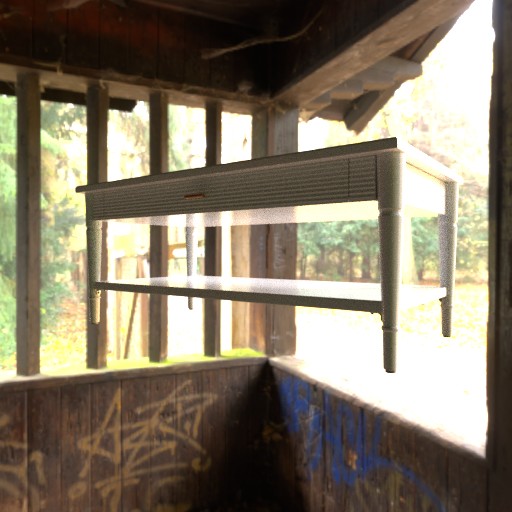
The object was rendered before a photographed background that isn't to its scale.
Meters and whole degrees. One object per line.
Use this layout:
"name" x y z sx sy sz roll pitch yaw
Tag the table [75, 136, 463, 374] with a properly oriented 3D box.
"table" 0.000 0.000 1.368 1.067 0.457 0.559 0 1 36
